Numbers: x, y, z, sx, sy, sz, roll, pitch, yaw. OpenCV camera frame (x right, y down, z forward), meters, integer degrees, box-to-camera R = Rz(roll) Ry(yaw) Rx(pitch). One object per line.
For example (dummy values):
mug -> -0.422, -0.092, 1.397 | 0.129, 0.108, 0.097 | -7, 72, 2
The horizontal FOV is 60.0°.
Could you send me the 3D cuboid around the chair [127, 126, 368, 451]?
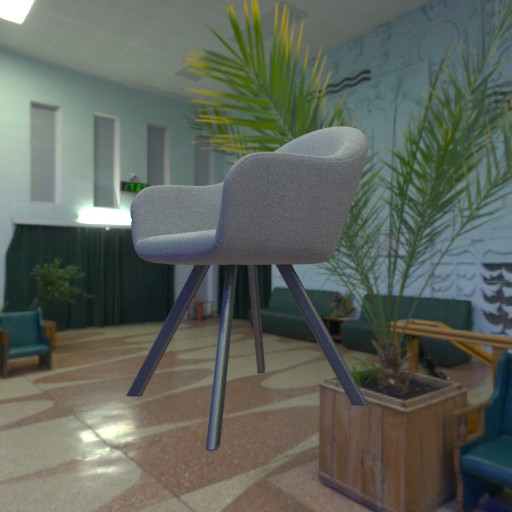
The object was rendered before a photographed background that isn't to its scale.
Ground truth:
chair -> 0.000, 0.000, 1.232 | 0.570, 0.780, 0.540 | 0, -1, -36
